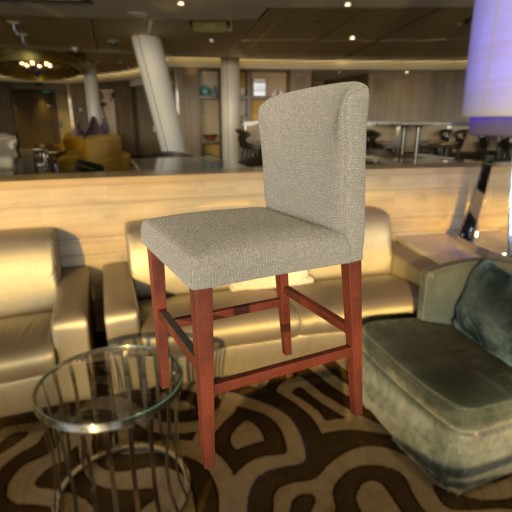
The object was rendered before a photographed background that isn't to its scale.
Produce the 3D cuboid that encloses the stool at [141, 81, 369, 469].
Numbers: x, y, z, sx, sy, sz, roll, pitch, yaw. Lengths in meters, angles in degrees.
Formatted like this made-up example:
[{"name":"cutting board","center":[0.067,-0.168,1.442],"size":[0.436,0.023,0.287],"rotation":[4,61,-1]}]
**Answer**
[{"name":"stool","center":[0.000,0.000,1.302],"size":[0.568,0.968,0.479],"rotation":[-8,18,-26]}]
